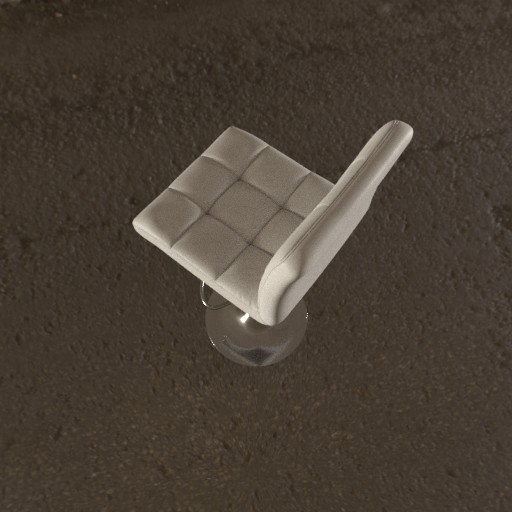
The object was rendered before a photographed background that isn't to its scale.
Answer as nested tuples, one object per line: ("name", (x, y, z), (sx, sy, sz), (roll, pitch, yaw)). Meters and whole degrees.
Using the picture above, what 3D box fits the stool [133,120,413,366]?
("stool", (0.000, 0.000, 1.354), (0.505, 1.115, 0.430), (34, 68, 16))
